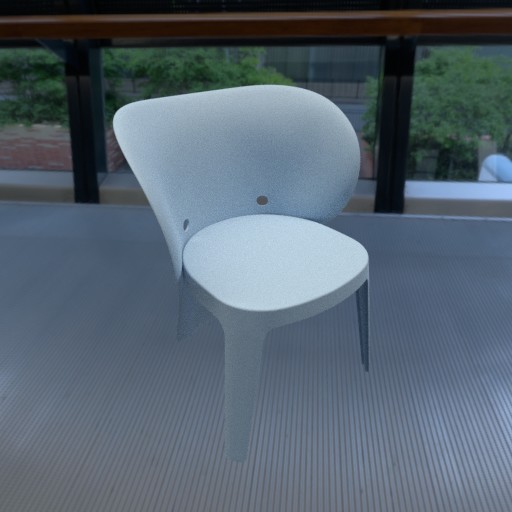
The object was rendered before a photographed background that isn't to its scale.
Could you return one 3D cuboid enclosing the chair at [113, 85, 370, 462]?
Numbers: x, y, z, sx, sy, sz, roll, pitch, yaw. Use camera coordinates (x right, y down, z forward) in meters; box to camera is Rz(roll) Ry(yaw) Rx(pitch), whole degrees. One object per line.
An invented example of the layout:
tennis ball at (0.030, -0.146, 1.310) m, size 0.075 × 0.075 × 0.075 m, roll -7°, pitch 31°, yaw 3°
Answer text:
chair at (0.000, 0.000, 0.854) m, size 0.451 × 0.554 × 0.402 m, roll -22°, pitch 37°, yaw -33°
